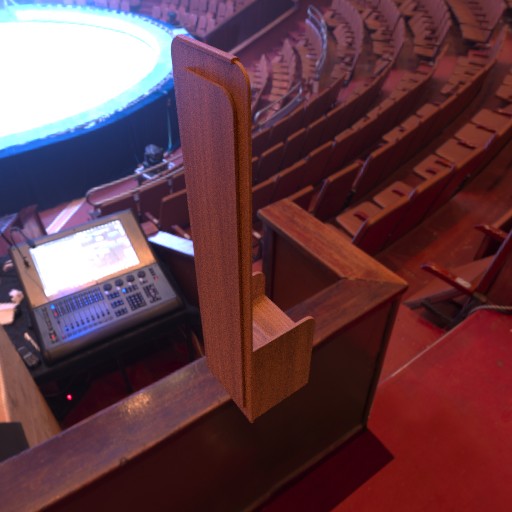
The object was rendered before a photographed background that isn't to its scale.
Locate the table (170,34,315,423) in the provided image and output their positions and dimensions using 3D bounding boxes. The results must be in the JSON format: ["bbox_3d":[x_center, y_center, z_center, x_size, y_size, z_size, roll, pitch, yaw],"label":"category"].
[{"bbox_3d":[0.000,0.000,1.999,0.420,1.830,0.450,-25,46,-27],"label":"table"}]
